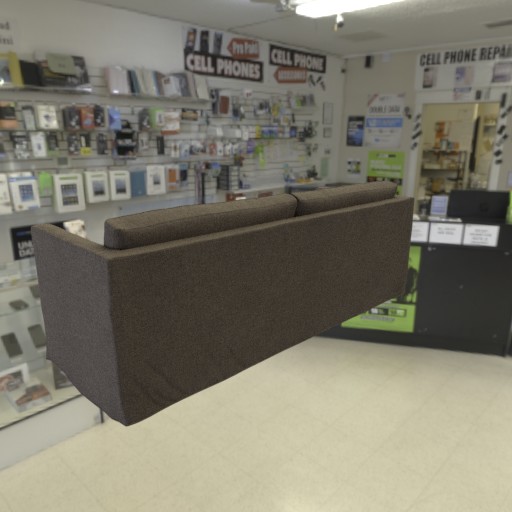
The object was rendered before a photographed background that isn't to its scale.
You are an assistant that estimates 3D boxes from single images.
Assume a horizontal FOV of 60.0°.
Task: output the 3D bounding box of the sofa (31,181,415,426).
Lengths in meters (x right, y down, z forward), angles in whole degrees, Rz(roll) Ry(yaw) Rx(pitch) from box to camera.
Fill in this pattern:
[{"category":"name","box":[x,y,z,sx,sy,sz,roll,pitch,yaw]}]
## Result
[{"category":"sofa","box":[0.000,0.000,3.253,2.779,0.998,1.036,-14,21,-42]}]
